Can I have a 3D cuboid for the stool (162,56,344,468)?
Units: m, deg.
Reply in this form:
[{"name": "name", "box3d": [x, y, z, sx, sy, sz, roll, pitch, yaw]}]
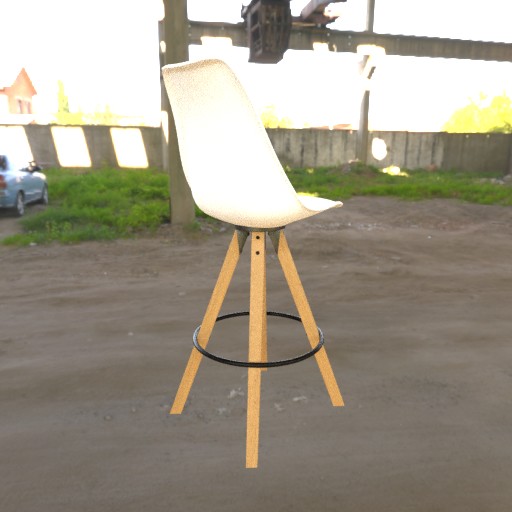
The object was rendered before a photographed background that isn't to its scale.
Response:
[{"name": "stool", "box3d": [0.000, 0.000, 1.440, 0.482, 1.115, 0.549, 13, 19, 43]}]
